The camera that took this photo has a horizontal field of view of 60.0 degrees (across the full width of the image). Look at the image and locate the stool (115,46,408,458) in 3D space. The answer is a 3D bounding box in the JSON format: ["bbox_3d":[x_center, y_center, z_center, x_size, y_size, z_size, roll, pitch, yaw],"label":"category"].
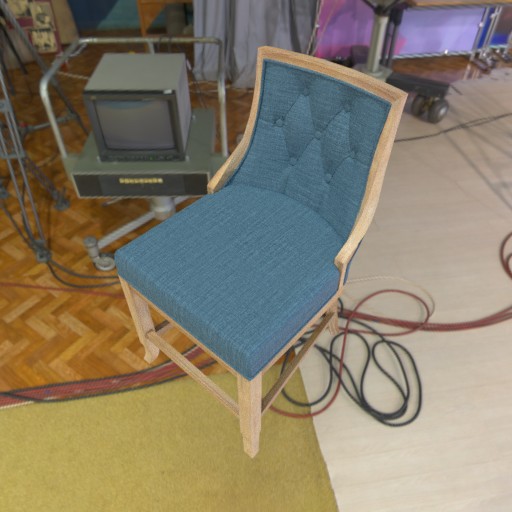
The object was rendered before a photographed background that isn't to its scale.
[{"bbox_3d":[0.000,0.000,1.303,0.524,0.938,0.626,32,54,28],"label":"stool"}]
